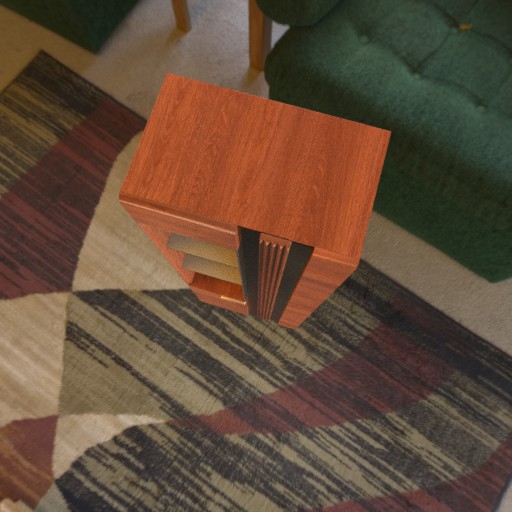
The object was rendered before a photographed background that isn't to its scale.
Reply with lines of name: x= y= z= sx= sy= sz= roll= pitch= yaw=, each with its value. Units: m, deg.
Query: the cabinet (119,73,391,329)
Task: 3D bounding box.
cabinet: x=0.000 y=0.000 z=2.166 sx=0.660 sy=1.980 sz=0.420 roll=16 pitch=76 yaw=4
